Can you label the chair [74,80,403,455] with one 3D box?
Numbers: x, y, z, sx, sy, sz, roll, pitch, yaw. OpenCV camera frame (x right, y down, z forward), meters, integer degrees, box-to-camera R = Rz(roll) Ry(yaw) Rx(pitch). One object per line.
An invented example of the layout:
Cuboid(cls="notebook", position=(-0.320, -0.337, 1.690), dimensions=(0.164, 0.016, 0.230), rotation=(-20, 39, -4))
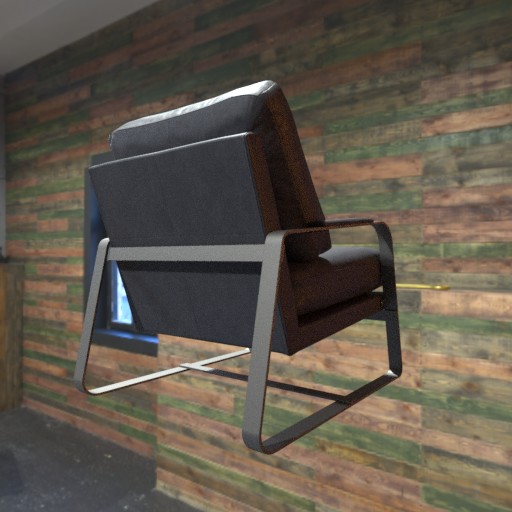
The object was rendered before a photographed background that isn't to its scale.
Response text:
Cuboid(cls="chair", position=(0.000, 0.000, 1.453), dimensions=(0.692, 0.839, 0.878), rotation=(0, 0, 38))
